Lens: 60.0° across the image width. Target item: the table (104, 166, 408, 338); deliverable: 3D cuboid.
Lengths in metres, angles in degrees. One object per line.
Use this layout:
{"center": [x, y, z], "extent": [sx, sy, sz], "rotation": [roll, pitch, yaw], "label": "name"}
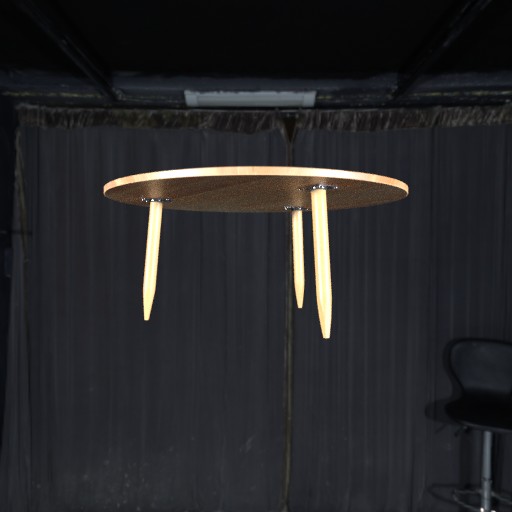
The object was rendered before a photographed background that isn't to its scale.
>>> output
{"center": [0.000, 0.000, 1.389], "extent": [0.900, 0.400, 0.900], "rotation": [0, 1, 0], "label": "table"}
